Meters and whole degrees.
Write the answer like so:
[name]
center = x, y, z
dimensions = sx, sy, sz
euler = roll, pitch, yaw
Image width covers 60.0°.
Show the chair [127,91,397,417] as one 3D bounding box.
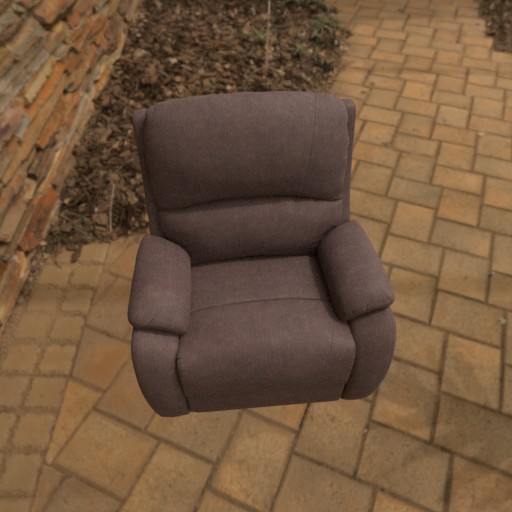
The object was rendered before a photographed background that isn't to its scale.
[chair]
center = 0.000, 0.000, 1.730
dimensions = 0.930, 1.011, 0.899
euler = -4, 47, -4
